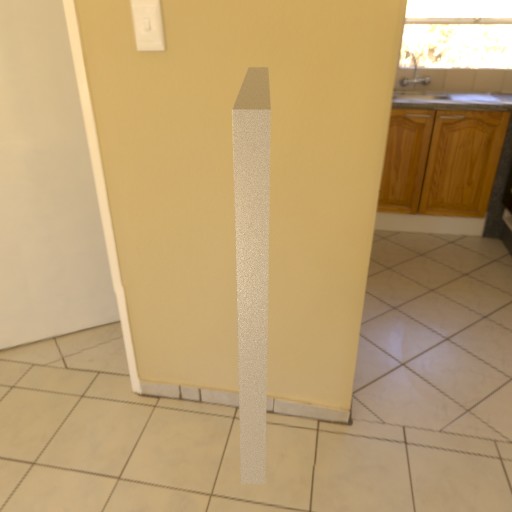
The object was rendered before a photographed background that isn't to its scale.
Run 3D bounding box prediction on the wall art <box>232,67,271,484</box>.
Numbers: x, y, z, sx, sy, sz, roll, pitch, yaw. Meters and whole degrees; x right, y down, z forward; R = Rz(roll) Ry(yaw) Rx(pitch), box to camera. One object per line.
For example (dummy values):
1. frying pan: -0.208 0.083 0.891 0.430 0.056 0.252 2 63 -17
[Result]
1. wall art: 0.000 0.000 0.752 0.037 0.554 0.453 1 28 1
